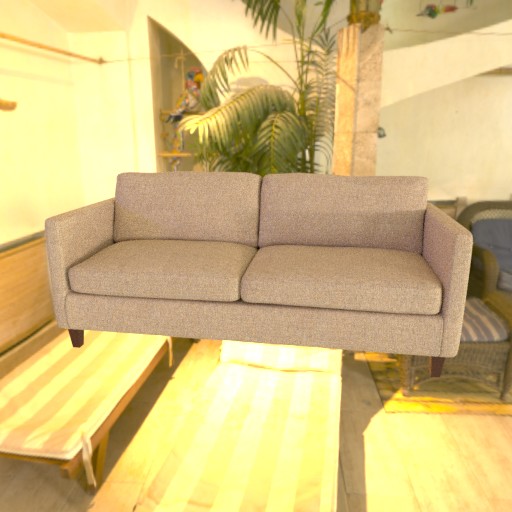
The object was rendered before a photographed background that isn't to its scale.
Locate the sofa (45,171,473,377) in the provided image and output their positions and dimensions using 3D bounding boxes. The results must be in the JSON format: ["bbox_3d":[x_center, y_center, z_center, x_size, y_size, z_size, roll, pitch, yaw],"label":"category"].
[{"bbox_3d":[0.000,0.000,2.704,2.208,0.965,0.951,3,16,9],"label":"sofa"}]
